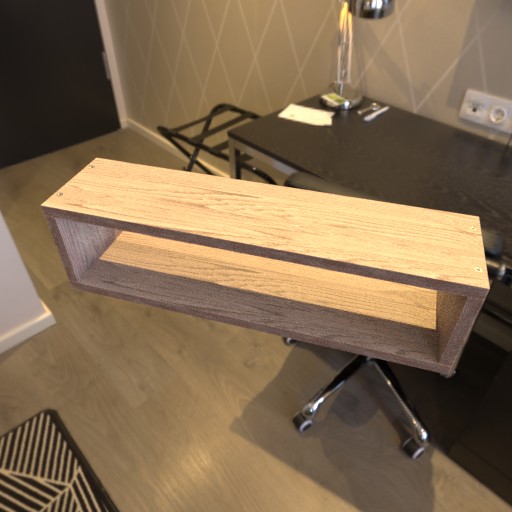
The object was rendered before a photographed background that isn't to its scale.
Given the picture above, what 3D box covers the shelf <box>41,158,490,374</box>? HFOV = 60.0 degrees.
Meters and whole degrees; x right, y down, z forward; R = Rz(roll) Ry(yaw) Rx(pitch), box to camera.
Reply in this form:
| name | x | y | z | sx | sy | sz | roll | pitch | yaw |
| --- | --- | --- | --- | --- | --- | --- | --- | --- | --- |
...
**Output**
| name | x | y | z | sx | sy | sz | roll | pitch | yaw |
| --- | --- | --- | --- | --- | --- | --- | --- | --- | --- |
| shelf | 0.000 | 0.000 | 0.689 | 0.610 | 0.170 | 0.150 | 11 | 42 | 12 |
